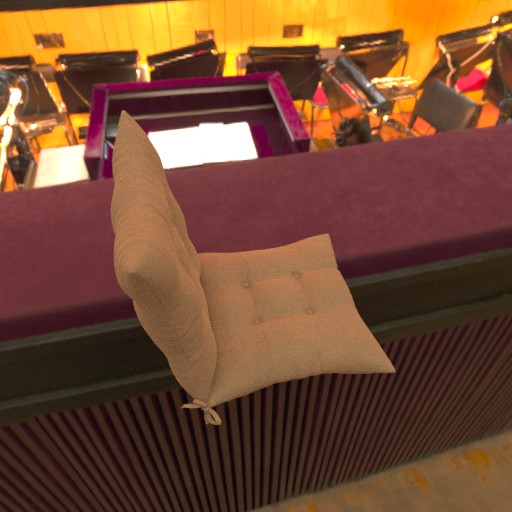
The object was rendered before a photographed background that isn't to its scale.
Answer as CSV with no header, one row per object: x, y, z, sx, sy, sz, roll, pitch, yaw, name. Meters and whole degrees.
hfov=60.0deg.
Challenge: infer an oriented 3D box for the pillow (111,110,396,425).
0.000,0.000,1.039,0.585,0.536,0.541,-9,46,-9,pillow
